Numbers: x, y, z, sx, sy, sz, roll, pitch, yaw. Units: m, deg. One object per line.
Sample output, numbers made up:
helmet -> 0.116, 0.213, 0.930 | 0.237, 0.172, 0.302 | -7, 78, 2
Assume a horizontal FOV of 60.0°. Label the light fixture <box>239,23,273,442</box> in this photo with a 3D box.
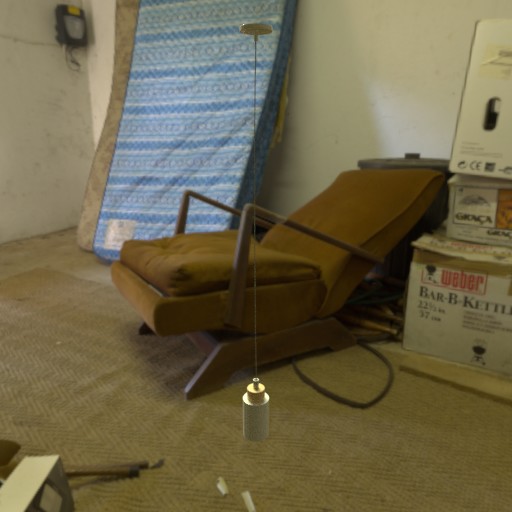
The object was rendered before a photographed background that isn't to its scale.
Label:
light fixture -> 0.000, 0.000, 1.919 | 0.125, 1.798, 0.125 | 2, 16, 8
